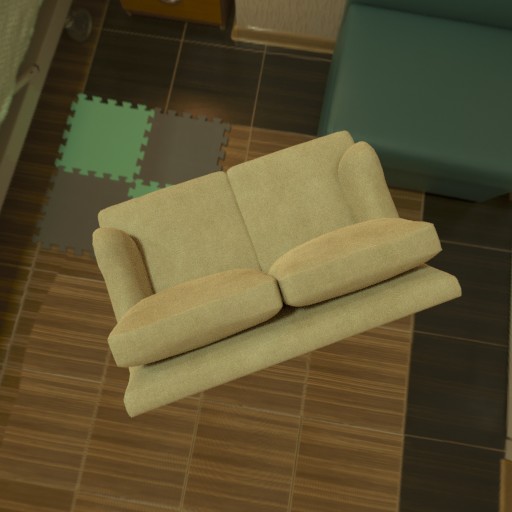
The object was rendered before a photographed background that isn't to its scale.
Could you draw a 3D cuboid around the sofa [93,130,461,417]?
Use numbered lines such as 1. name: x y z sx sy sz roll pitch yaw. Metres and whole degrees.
1. sofa: 0.000 0.000 2.312 1.498 1.087 1.086 -19 77 -5
